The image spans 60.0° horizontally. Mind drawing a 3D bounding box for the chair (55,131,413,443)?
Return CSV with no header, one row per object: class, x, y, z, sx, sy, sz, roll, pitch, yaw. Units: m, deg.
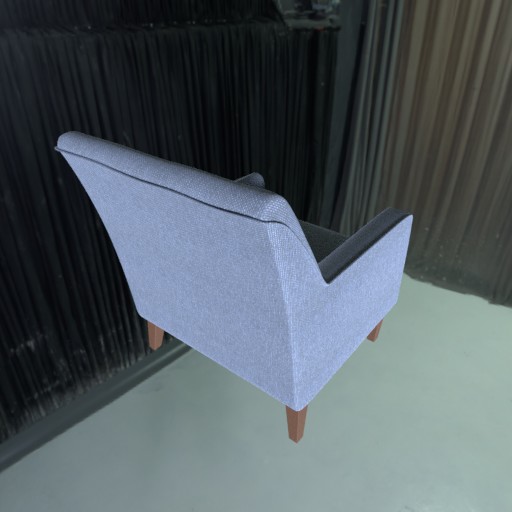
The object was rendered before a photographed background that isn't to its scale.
chair,0.000,0.000,1.564,0.780,0.919,0.899,22,38,32
